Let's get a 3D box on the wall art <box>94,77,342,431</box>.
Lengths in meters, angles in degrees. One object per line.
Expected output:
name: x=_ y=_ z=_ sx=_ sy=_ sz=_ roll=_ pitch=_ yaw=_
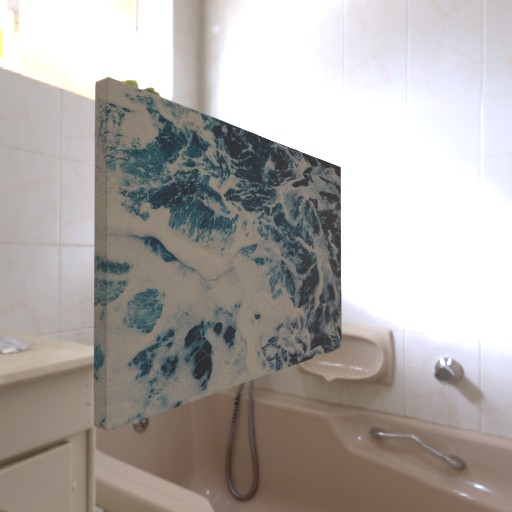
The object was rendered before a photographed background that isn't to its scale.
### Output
wall art: x=0.000 y=0.000 z=1.137 sx=0.042 sy=0.610 sz=0.915 roll=0 pitch=-1 yaw=36
